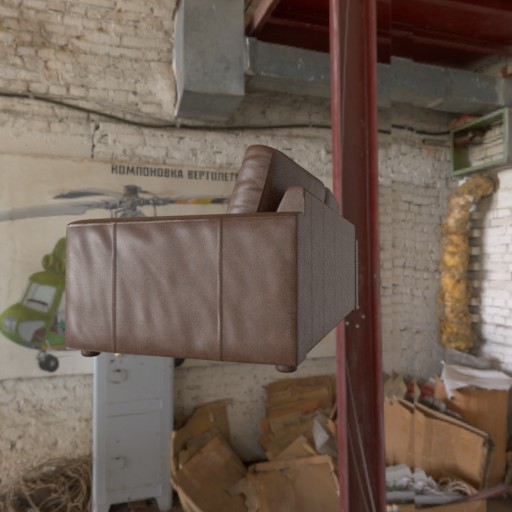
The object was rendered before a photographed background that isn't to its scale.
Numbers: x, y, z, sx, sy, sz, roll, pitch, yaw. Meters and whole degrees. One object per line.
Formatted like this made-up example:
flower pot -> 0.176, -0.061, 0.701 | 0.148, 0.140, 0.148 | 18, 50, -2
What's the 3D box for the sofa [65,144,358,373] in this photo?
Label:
sofa -> 0.000, 0.000, 2.698 | 1.016, 0.873, 2.179 | 0, -1, 18
